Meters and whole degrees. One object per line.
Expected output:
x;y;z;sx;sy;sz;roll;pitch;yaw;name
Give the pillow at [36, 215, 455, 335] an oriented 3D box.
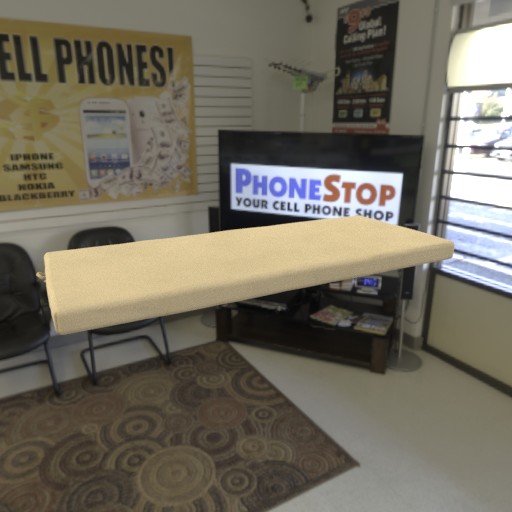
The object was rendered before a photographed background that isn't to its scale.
0.000;0.000;1.332;1.187;0.081;0.492;-9;19;-26;pillow
